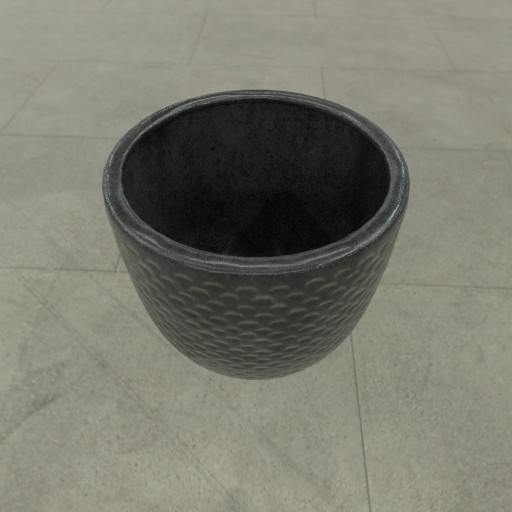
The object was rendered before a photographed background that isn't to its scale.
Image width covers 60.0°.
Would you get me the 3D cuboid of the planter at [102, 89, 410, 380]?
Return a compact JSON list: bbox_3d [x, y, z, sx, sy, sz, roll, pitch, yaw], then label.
[{"bbox_3d":[0.000,0.000,0.308,0.172,0.160,0.172,0,47,0],"label":"planter"}]
